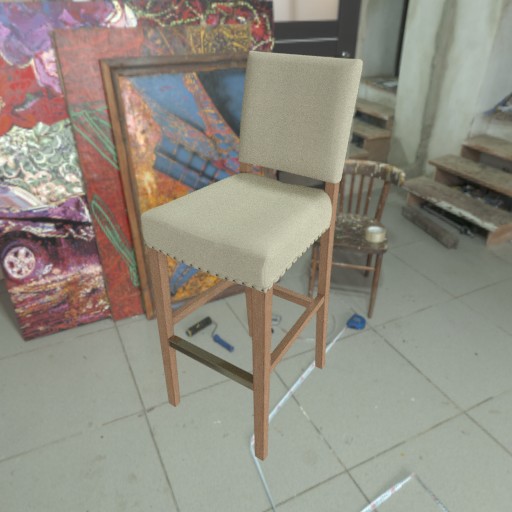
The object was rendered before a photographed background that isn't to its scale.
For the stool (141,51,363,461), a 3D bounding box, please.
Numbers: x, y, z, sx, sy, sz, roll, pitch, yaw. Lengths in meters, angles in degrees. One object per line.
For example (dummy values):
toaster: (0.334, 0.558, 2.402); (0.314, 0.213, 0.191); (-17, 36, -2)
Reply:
stool: (0.000, 0.000, 1.425); (0.428, 1.143, 0.546); (19, 36, 29)
